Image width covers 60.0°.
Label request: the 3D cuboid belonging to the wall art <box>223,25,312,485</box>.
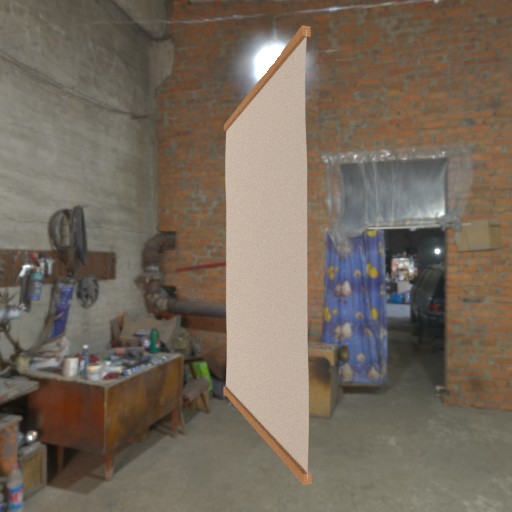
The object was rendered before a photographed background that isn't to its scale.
[{"bbox_3d":[0.000,0.000,1.334,0.020,1.016,0.739,0,-1,-18],"label":"wall art"}]
